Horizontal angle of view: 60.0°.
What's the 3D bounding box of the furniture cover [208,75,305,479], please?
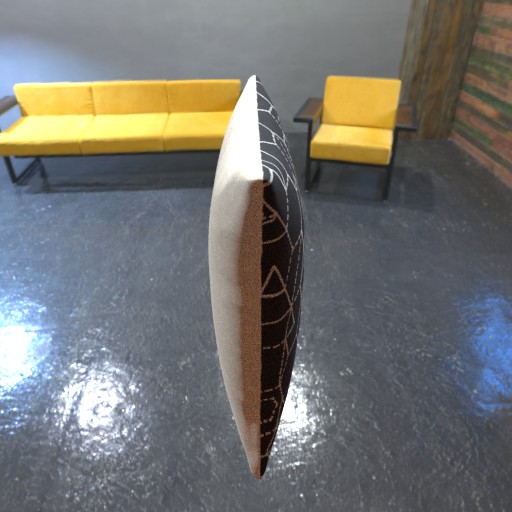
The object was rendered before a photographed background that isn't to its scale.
[{"bbox_3d":[0.000,0.000,0.778,0.158,0.508,0.517,0,33,-1],"label":"furniture cover"}]
